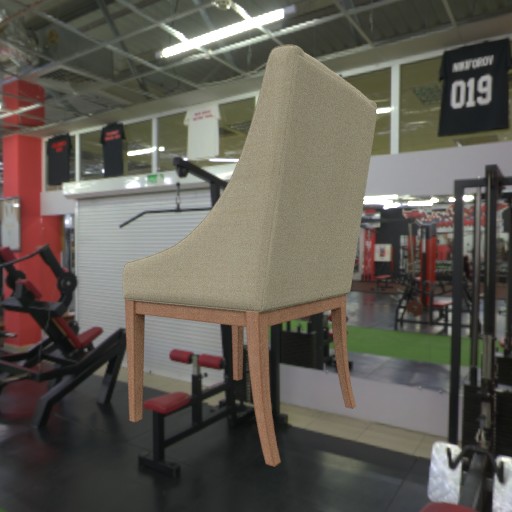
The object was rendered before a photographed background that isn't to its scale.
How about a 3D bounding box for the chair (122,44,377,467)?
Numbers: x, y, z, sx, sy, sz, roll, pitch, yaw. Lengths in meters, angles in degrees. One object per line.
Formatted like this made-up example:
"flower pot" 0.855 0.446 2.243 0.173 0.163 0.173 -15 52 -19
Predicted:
"chair" 0.000 0.000 1.420 0.611 1.021 0.575 1 2 35
